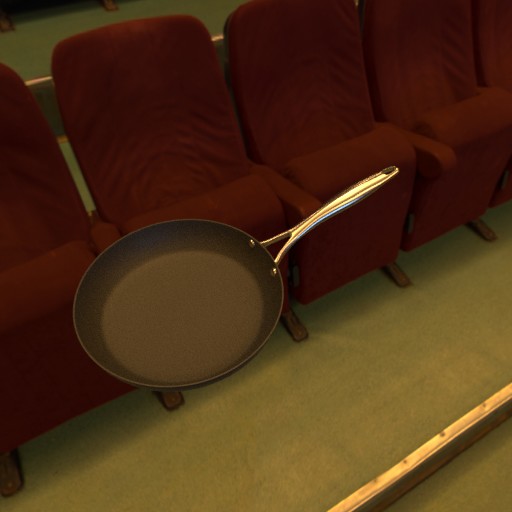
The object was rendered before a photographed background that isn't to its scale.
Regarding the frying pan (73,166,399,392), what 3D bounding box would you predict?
[{"bbox_3d":[0.000,0.000,0.582,0.472,0.105,0.255,-24,52,-20],"label":"frying pan"}]
